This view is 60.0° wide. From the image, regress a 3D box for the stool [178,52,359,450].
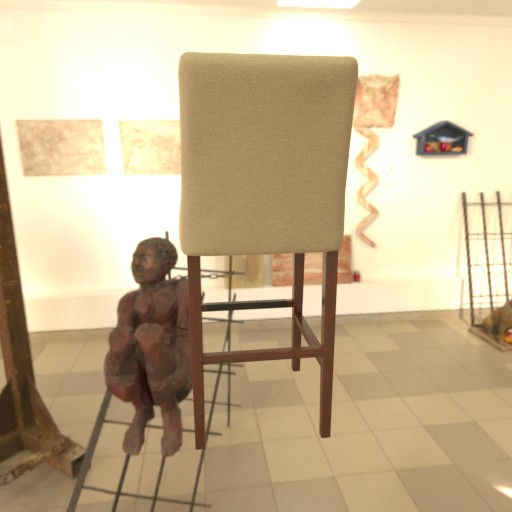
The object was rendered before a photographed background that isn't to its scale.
[{"bbox_3d":[0.000,0.000,1.382,0.470,1.078,0.577,-2,15,-8],"label":"stool"}]
